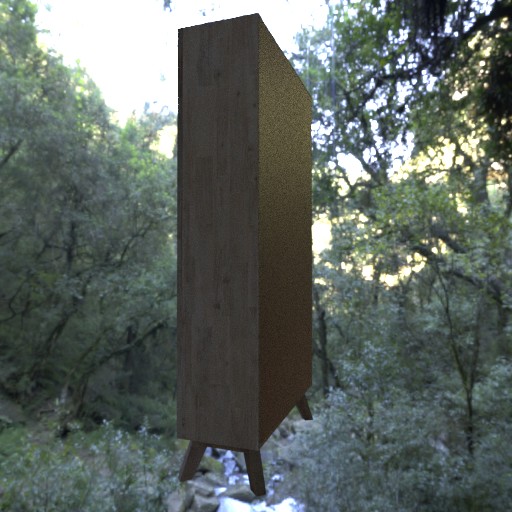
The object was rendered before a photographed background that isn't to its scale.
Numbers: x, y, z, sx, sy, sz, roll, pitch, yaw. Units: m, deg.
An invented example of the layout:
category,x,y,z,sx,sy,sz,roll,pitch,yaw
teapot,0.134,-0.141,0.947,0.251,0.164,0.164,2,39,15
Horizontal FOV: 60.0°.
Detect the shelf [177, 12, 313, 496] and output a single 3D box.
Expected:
category,x,y,z,sx,sy,sz,roll,pitch,yaw
shelf,0.000,0.000,1.735,0.308,1.471,0.748,0,-1,20
